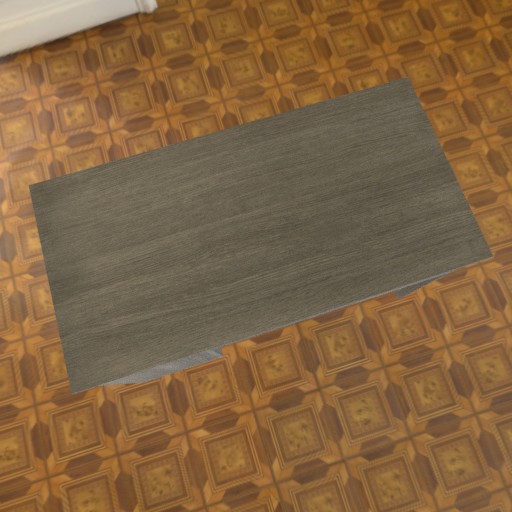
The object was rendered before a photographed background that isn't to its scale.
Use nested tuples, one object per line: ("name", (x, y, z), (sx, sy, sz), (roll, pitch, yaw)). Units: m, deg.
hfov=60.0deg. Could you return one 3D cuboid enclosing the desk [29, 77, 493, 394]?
("desk", (0.000, 0.000, 1.514), (1.097, 0.735, 0.560), (-17, 76, -4))
